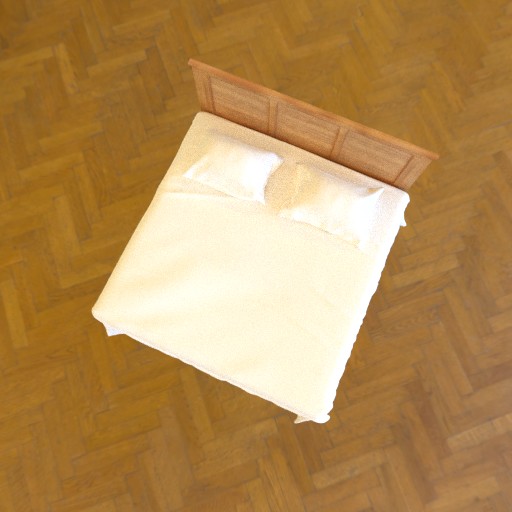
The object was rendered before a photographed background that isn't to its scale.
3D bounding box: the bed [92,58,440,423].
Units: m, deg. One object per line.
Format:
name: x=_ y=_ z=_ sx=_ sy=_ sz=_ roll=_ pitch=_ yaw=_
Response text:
bed: x=0.000 y=0.000 z=3.657 sx=2.317 sy=1.270 sz=2.215 roll=23 pitch=77 yaw=6
